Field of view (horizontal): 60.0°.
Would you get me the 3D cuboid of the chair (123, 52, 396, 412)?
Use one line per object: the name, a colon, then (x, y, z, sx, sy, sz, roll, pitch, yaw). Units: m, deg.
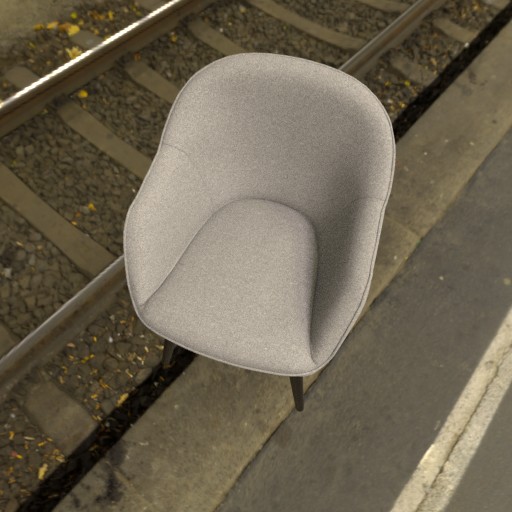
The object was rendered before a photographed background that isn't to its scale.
chair: (0.000, 0.000, 1.208, 0.589, 0.810, 0.611, 16, 60, 10)
